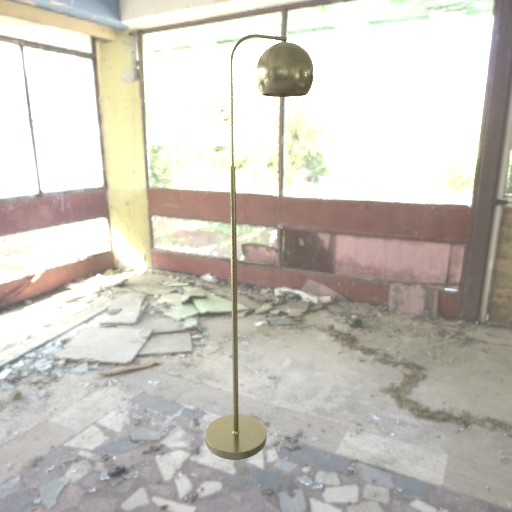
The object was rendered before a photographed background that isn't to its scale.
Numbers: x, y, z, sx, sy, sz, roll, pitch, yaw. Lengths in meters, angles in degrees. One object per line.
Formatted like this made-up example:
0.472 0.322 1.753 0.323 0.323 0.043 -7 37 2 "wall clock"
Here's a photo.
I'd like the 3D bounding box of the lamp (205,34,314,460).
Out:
0.000 0.000 1.662 0.431 1.526 0.250 -7 16 -25 "lamp"
